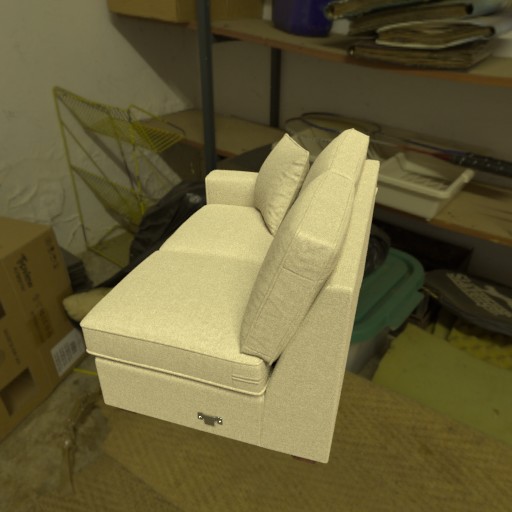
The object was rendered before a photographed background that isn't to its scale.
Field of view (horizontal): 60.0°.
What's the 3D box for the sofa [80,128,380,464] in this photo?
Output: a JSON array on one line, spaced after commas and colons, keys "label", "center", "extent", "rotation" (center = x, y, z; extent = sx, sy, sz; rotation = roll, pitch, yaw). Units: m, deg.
[{"label": "sofa", "center": [0.000, 0.000, 2.079], "extent": [0.991, 0.989, 1.388], "rotation": [9, 31, 15]}]
